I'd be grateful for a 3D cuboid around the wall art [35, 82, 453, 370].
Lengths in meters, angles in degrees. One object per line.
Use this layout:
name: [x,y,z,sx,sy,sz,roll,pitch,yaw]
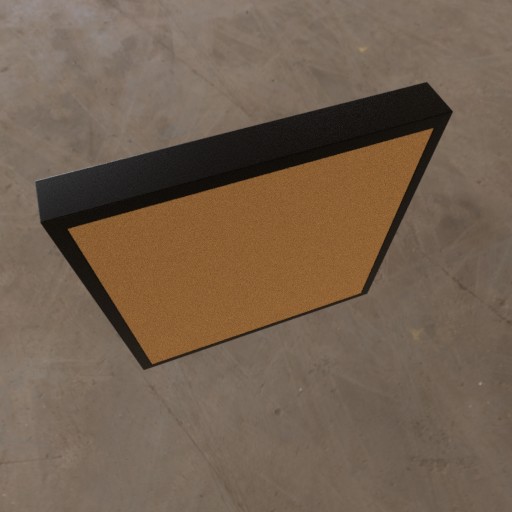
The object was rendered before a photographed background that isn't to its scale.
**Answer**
wall art: [0.000,0.000,0.439,0.299,0.299,0.037,-17,60,-10]
